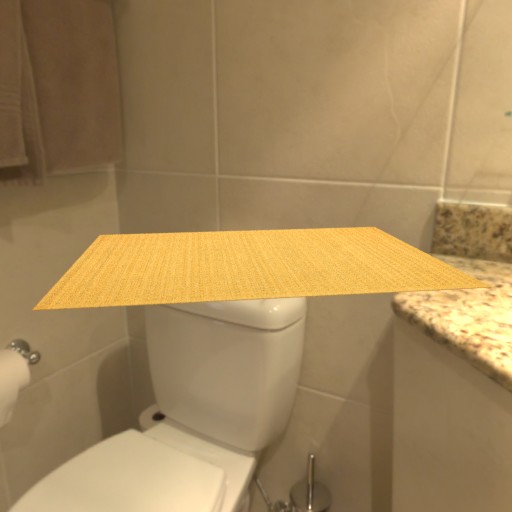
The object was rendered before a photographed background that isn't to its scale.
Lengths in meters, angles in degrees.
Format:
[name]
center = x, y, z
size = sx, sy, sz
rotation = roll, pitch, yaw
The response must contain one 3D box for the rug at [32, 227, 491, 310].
[rug]
center = 0.000, 0.000, 3.709
size = 2.895, 0.006, 1.981
rotation = -2, 16, -8
